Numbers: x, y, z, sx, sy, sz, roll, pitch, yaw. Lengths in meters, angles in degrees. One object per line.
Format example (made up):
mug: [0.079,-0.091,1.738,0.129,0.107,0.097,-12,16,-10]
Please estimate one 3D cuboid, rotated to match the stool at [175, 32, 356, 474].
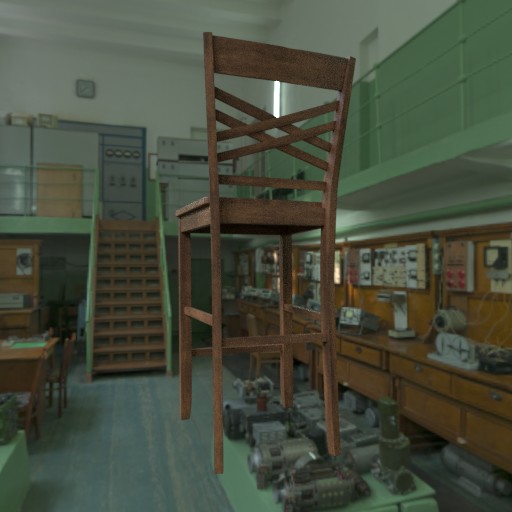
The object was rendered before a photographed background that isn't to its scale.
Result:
stool: [0.000,0.000,1.372,0.433,1.105,0.487,0,-1,-19]
